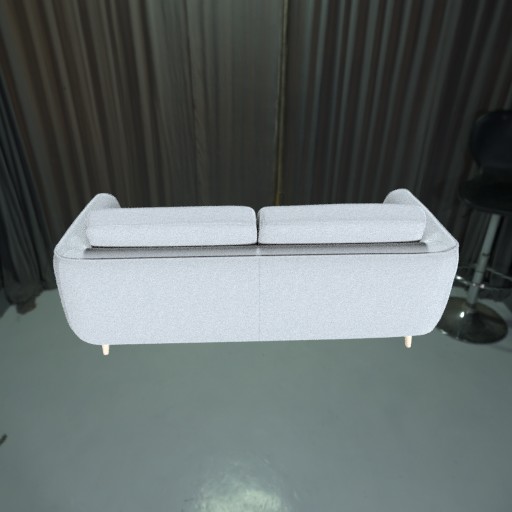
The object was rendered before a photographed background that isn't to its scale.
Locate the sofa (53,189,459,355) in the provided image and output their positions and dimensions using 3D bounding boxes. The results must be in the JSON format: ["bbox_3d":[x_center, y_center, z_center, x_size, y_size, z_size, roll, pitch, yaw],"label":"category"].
[{"bbox_3d":[0.000,0.000,2.532,2.000,0.850,0.920,-1,30,-2],"label":"sofa"}]
